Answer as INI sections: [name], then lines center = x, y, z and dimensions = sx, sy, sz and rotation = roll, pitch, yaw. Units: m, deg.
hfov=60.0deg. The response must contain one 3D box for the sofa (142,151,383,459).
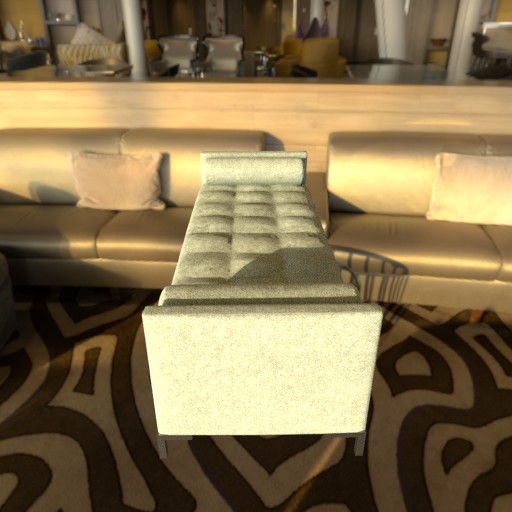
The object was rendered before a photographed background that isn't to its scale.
[sofa]
center = 0.000, 0.000, 2.464
dimensions = 0.797, 0.657, 2.102
rotation = 0, 27, -1
